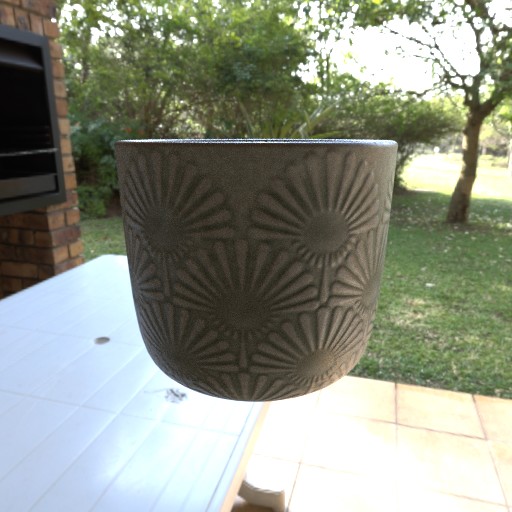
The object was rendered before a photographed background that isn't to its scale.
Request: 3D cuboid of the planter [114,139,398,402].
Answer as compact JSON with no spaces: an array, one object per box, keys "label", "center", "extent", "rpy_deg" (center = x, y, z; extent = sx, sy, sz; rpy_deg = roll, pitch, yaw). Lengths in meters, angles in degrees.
[{"label":"planter","center":[0.000,0.000,0.216],"extent":[0.124,0.109,0.124],"rpy_deg":[0,15,0]}]
